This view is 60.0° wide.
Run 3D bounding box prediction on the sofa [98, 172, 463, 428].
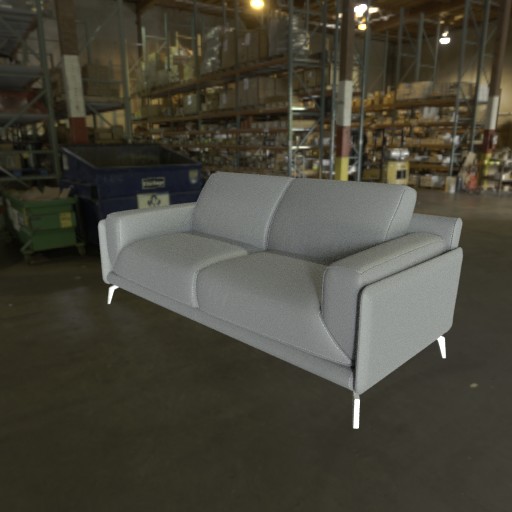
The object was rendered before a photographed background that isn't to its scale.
[{"bbox_3d":[0.000,0.000,2.658,2.100,0.900,0.969,14,20,42],"label":"sofa"}]
